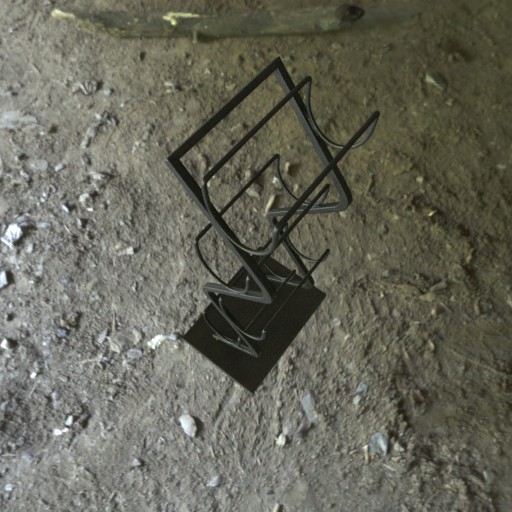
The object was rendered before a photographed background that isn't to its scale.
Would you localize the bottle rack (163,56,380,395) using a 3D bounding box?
[{"bbox_3d":[0.000,0.000,0.668,0.178,0.559,0.254,34,68,16],"label":"bottle rack"}]
